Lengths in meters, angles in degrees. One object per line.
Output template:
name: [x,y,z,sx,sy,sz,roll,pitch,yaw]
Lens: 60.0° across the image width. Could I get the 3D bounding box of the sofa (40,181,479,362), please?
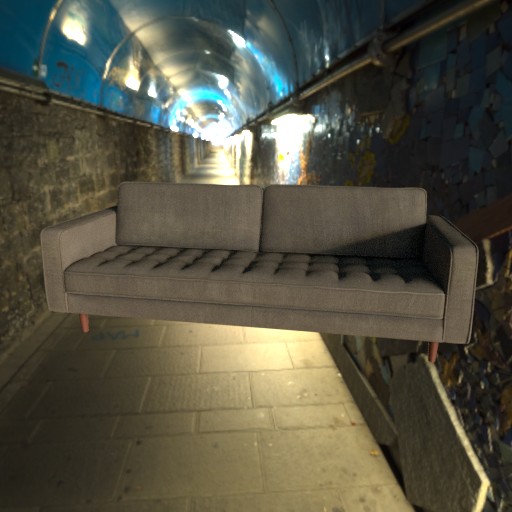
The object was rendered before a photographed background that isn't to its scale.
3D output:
sofa: [0.000,0.000,2.663,2.295,0.813,0.923,3,15,11]
